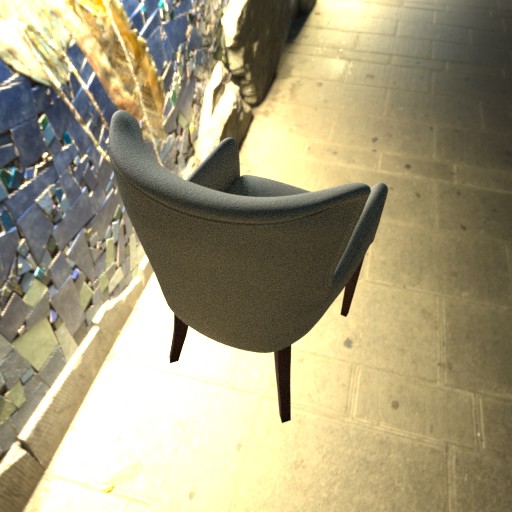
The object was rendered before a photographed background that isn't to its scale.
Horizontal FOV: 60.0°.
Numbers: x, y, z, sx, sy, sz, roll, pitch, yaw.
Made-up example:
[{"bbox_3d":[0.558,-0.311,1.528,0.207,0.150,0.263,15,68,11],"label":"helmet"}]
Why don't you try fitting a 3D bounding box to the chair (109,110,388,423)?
[{"bbox_3d":[0.000,0.000,1.406,0.660,0.952,0.686,22,49,20],"label":"chair"}]
